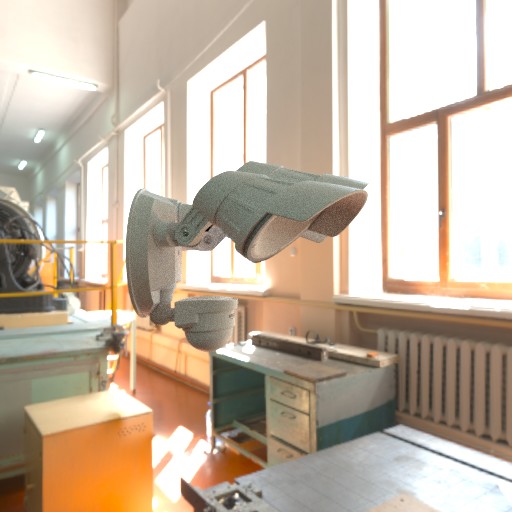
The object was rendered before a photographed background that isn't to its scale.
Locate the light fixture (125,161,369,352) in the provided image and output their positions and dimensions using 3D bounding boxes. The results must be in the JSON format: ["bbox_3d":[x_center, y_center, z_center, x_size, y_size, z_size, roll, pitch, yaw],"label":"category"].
[{"bbox_3d":[0.000,0.000,0.553,0.278,0.237,0.369,0,-1,0],"label":"light fixture"}]
